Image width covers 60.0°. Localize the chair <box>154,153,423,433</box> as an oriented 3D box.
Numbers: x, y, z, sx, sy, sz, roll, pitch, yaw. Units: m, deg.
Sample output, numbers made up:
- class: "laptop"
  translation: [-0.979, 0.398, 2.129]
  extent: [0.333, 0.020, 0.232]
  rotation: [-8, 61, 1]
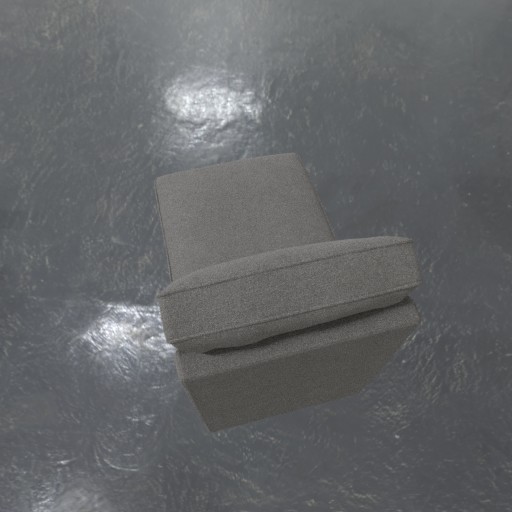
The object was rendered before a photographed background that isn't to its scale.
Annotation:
- class: "chair"
  translation: [0.000, 0.000, 1.550]
  extent: [0.621, 0.970, 0.938]
  rotation: [-12, 60, -7]
